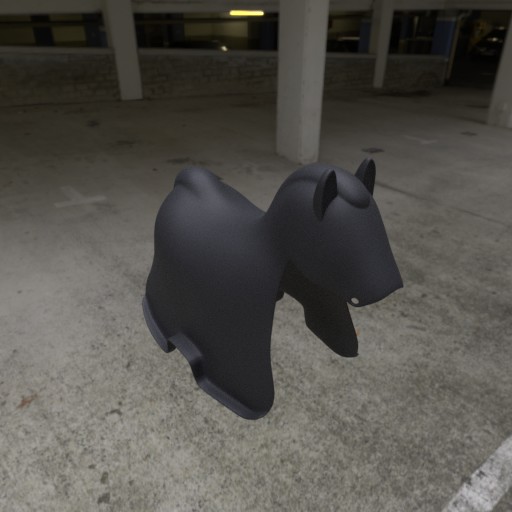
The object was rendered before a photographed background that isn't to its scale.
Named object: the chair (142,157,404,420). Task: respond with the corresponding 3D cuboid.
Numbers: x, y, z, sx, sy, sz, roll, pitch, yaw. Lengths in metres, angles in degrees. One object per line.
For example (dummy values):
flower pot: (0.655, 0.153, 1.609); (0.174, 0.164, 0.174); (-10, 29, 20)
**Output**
chair: (0.000, 0.000, 1.107); (0.429, 0.612, 0.800); (-21, 36, -33)
